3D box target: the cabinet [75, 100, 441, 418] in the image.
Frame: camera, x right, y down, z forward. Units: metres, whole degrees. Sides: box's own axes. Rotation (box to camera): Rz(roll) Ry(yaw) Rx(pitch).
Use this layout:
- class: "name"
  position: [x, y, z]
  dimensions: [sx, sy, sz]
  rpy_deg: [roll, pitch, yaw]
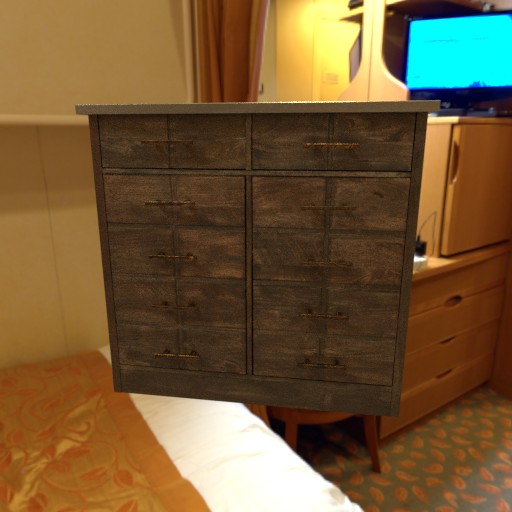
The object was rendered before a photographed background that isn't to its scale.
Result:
- class: "cabinet"
  position: [0.000, 0.000, 1.435]
  dimensions: [0.968, 0.919, 0.338]
  rpy_deg: [2, 15, 8]
